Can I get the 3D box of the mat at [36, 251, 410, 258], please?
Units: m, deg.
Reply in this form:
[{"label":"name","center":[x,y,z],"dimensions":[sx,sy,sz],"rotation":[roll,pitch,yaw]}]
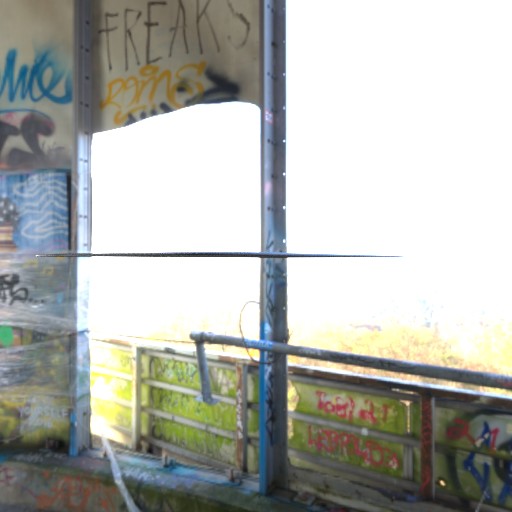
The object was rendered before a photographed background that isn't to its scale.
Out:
[{"label":"mat","center":[0.000,0.000,1.887],"dimensions":[0.918,0.013,1.524],"rotation":[0,-1,36]}]
